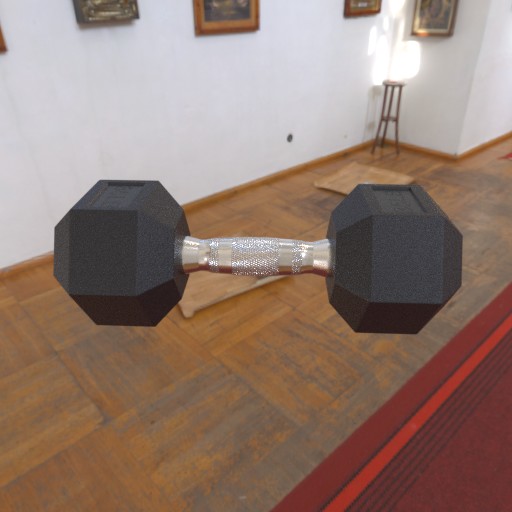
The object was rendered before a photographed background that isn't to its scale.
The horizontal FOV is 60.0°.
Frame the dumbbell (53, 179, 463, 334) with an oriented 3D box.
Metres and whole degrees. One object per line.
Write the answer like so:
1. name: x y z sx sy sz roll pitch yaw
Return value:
1. dumbbell: 0.000 0.000 0.423 0.356 0.123 0.141 1 30 2
